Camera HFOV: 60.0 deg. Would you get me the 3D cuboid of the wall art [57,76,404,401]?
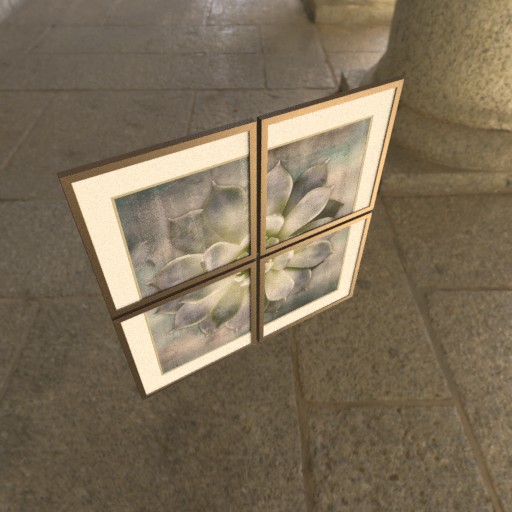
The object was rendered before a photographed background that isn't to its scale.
[{"bbox_3d":[0.000,0.000,1.540,1.032,1.032,0.030,-23,49,-21],"label":"wall art"}]
